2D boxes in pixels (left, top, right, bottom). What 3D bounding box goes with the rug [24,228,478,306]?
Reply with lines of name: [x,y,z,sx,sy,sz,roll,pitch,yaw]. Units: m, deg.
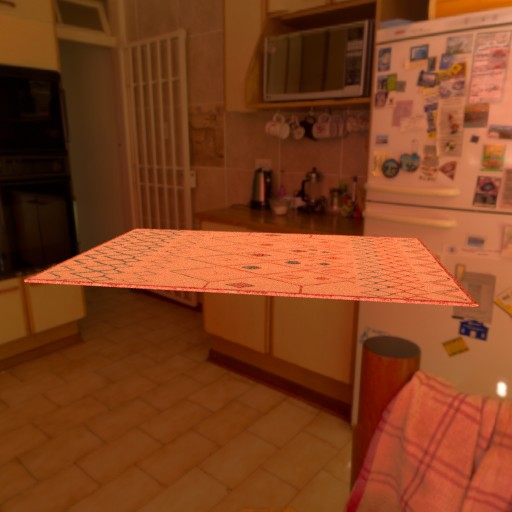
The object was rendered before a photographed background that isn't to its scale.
rug: [0.000,0.000,3.066,2.438,0.015,1.524,2,15,9]
